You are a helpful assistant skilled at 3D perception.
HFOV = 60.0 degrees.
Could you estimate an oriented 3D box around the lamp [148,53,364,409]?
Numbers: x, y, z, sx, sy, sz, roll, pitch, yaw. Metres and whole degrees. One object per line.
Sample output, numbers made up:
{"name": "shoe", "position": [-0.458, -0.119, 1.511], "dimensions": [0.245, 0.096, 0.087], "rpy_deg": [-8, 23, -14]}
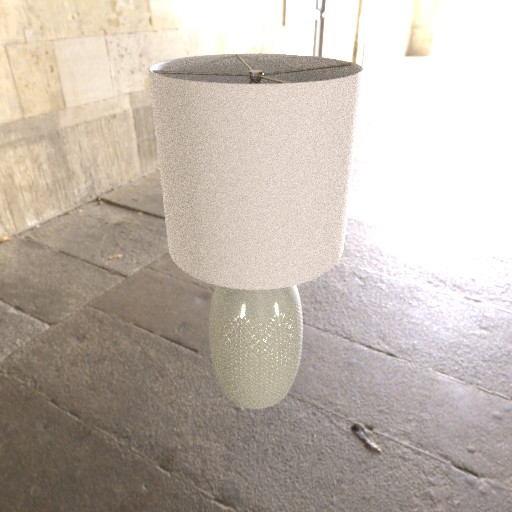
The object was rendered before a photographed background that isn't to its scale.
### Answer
{"name": "lamp", "position": [0.000, 0.000, 0.569], "dimensions": [0.217, 0.453, 0.217], "rpy_deg": [-8, 31, -13]}
